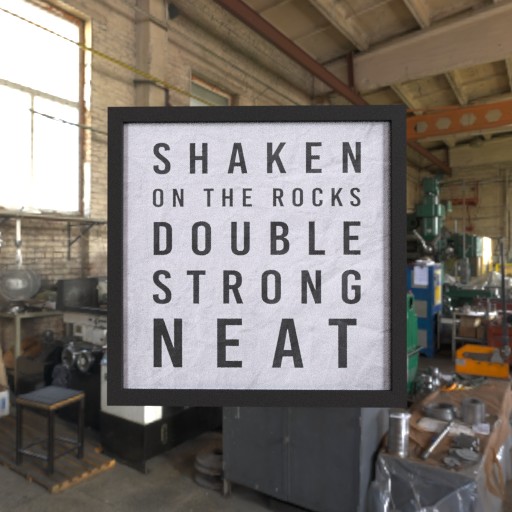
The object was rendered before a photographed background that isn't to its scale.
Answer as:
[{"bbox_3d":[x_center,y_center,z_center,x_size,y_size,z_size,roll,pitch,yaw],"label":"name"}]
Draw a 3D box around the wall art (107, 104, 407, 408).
[{"bbox_3d":[0.000,0.000,0.681,0.456,0.458,0.013,0,0,1],"label":"wall art"}]
